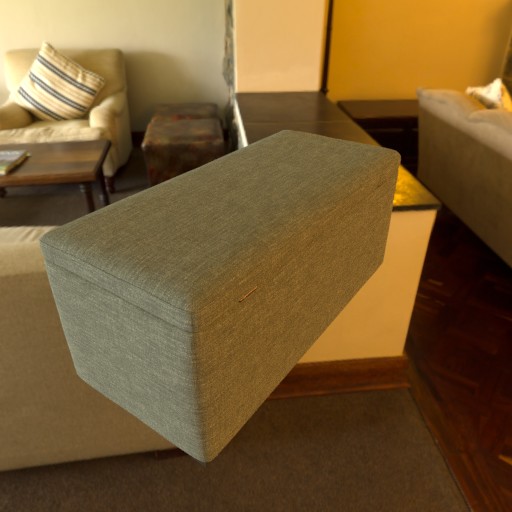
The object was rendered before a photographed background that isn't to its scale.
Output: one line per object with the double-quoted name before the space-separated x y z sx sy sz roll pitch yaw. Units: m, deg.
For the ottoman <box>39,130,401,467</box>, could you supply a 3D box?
"ottoman" 0.000 0.000 1.141 0.419 0.432 0.902 20 37 29
